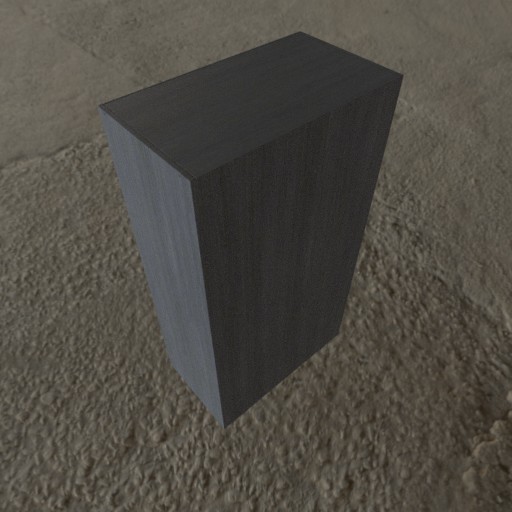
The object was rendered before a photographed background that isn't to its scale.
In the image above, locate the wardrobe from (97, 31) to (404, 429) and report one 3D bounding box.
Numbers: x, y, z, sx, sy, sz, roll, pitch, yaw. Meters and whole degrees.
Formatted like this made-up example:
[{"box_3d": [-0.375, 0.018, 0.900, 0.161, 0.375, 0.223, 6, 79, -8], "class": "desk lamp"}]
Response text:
[{"box_3d": [0.000, 0.000, 2.280, 0.991, 1.808, 0.577, -33, 55, -26], "class": "wardrobe"}]
